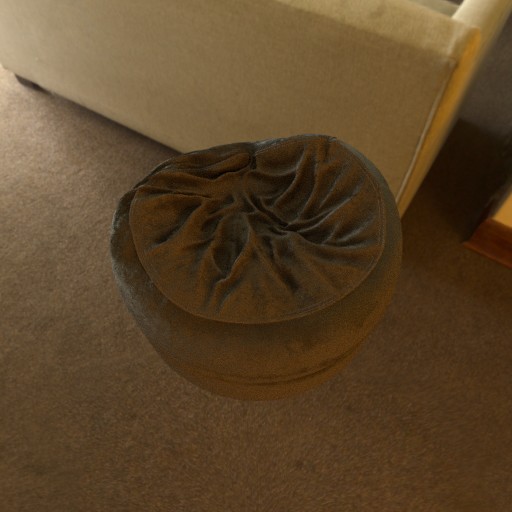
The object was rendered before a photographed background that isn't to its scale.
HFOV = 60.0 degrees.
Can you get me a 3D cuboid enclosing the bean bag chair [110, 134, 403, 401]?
[{"bbox_3d":[0.000,0.000,1.532,0.918,0.605,0.918,0,58,0],"label":"bean bag chair"}]
